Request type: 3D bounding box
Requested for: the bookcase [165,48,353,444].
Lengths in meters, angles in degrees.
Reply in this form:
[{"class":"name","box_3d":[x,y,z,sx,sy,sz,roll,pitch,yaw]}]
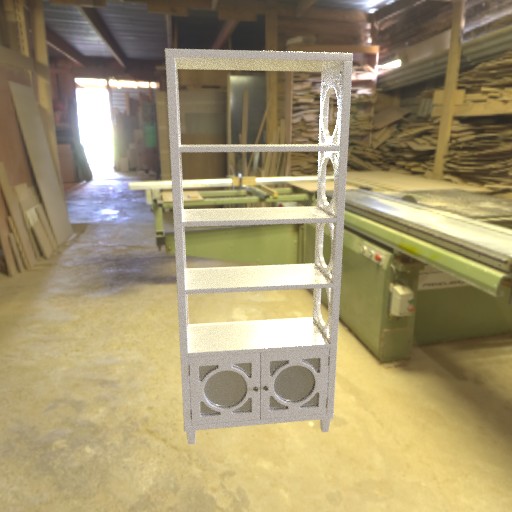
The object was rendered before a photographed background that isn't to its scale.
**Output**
[{"class":"bookcase","box_3d":[0.000,0.000,2.164,0.761,1.869,0.361,-2,16,-8]}]
